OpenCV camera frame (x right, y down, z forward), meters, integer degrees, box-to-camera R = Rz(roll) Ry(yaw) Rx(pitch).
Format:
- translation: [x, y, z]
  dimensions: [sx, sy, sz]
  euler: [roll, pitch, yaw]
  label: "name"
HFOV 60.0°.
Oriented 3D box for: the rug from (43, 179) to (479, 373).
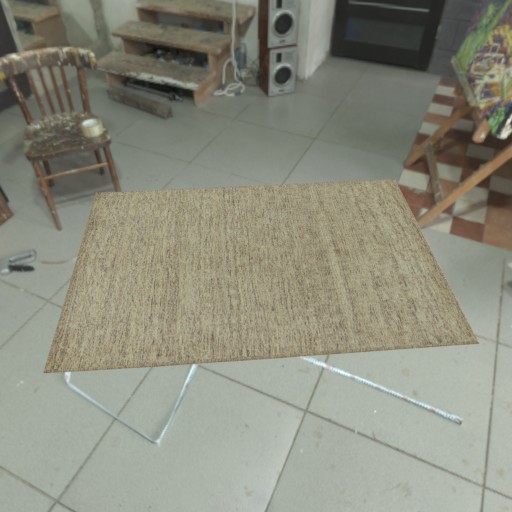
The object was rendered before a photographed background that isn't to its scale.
- translation: [0.000, 0.000, 2.272]
  dimensions: [1.822, 0.018, 1.211]
  euler: [-3, 45, -3]
  label: "rug"
